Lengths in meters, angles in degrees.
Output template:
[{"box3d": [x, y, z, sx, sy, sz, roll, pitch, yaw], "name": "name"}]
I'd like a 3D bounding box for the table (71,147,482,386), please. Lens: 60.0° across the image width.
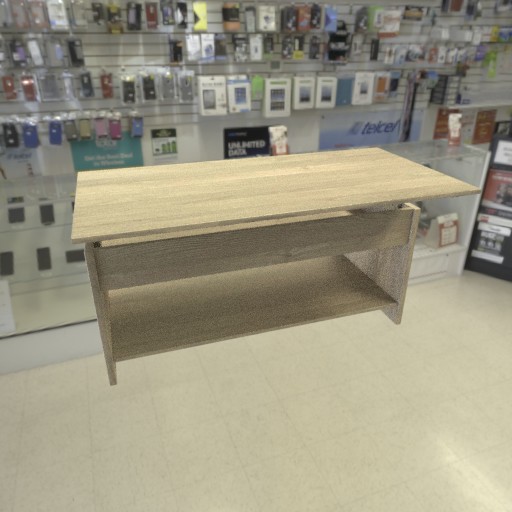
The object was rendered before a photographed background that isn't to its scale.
[{"box3d": [0.000, 0.000, 1.439, 1.000, 0.570, 0.712, -8, 28, -16], "name": "table"}]
